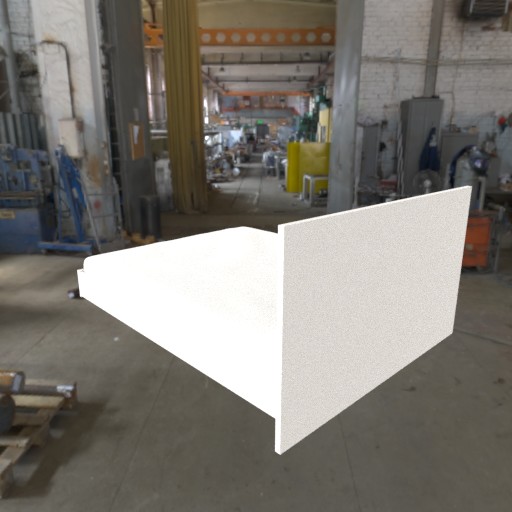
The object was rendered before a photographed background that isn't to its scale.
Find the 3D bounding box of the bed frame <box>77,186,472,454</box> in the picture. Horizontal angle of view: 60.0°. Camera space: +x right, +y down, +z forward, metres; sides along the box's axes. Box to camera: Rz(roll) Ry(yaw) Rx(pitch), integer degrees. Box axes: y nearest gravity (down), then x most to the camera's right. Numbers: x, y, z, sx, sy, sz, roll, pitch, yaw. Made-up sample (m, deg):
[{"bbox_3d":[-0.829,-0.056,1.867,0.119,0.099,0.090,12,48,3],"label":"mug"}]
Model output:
[{"bbox_3d":[0.000,0.000,3.060,1.711,1.001,2.100,-15,22,-41],"label":"bed frame"}]
